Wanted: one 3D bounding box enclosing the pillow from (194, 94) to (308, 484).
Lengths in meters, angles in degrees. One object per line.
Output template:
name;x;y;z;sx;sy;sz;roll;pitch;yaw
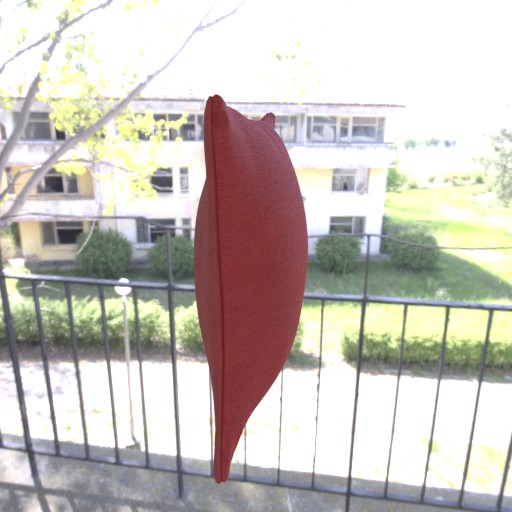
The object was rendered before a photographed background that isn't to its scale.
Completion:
pillow;0.000;0.000;0.647;0.151;0.416;0.435;2;16;8
